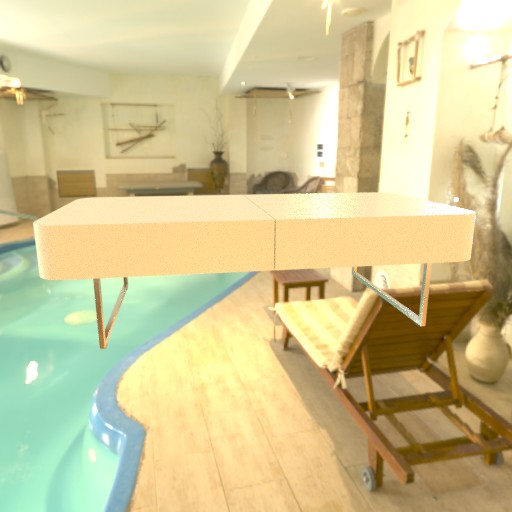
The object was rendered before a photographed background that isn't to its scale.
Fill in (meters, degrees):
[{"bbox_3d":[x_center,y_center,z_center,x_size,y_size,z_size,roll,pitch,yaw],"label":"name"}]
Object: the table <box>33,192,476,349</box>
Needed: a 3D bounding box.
[{"bbox_3d":[0.000,0.000,1.465,1.200,0.340,0.600,-2,14,-9],"label":"table"}]
